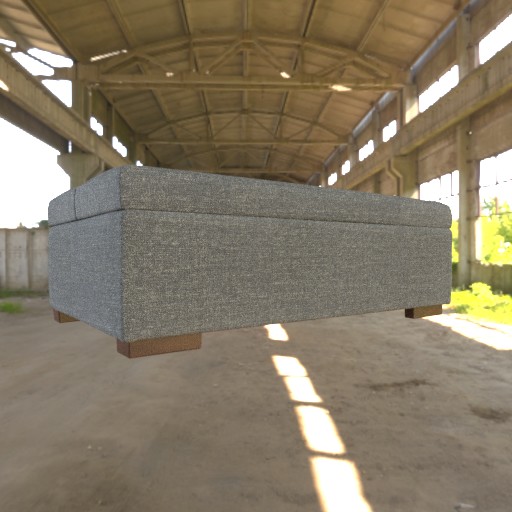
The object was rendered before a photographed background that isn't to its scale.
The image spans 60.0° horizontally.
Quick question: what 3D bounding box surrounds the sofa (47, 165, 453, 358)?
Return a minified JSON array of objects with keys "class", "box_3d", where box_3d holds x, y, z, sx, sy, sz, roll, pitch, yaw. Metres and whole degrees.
[{"class":"sofa","box_3d":[0.000,0.000,1.546,1.198,0.417,0.782,0,0,-36]}]
